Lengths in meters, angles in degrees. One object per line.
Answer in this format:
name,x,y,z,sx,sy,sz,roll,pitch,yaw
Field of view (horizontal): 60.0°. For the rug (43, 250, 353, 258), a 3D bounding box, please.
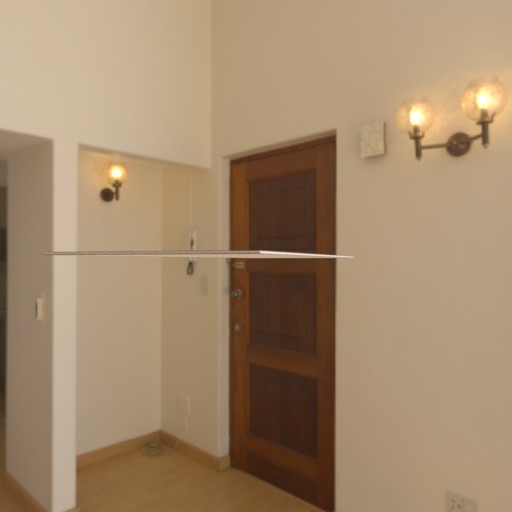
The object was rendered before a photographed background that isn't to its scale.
rug,0.000,0.000,2.657,0.864,0.012,2.388,0,-1,19
